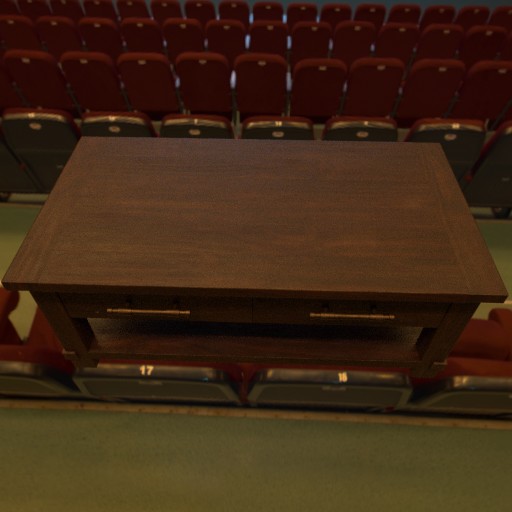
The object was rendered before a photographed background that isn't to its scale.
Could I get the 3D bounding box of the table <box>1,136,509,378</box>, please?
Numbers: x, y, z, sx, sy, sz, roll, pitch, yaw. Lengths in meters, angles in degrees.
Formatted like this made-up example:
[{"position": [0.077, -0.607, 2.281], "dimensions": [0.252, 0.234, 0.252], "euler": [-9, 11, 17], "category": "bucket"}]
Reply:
[{"position": [0.000, 0.000, 1.517], "dimensions": [1.270, 0.494, 0.700], "euler": [1, 47, 1], "category": "table"}]
